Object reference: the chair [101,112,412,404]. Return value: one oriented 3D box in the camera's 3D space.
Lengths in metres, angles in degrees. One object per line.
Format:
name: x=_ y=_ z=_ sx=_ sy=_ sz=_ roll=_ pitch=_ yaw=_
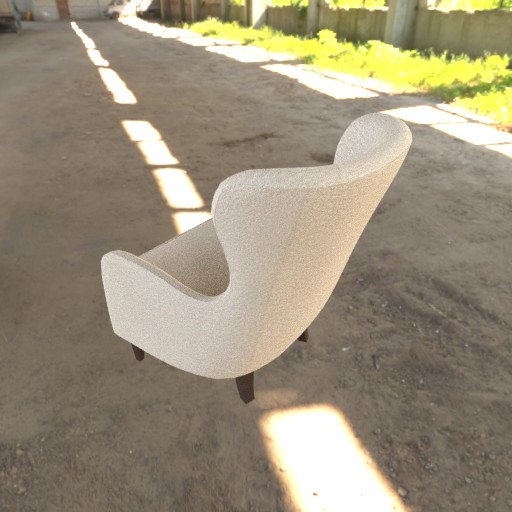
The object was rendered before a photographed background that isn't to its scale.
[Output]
chair: x=0.000 y=0.000 z=1.779 sx=0.984 sy=1.064 sz=0.861 roll=20 pitch=36 yaw=30
